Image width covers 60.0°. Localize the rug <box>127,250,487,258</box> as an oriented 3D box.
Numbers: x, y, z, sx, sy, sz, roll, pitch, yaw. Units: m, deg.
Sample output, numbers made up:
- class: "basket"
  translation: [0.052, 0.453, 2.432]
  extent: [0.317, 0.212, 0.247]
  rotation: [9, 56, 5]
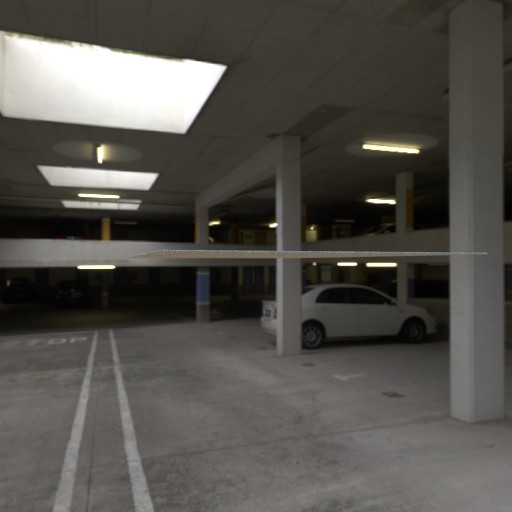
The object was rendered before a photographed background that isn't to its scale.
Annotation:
- class: "rug"
  translation: [0.000, 0.000, 2.927]
  extent: [1.522, 0.006, 2.286]
  rotation: [0, -1, -19]
